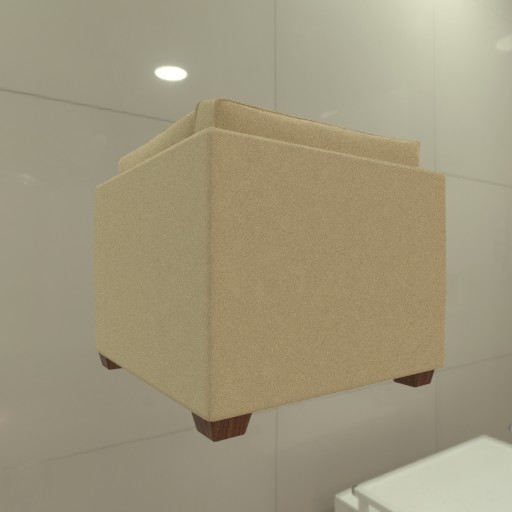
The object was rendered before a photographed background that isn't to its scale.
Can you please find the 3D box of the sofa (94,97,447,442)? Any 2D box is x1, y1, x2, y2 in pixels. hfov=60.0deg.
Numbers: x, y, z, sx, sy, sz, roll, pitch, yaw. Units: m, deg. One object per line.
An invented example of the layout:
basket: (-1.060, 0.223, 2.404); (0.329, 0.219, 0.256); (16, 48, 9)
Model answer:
sofa: (0.000, 0.000, 1.899); (1.084, 1.002, 1.146); (1, -1, -34)
